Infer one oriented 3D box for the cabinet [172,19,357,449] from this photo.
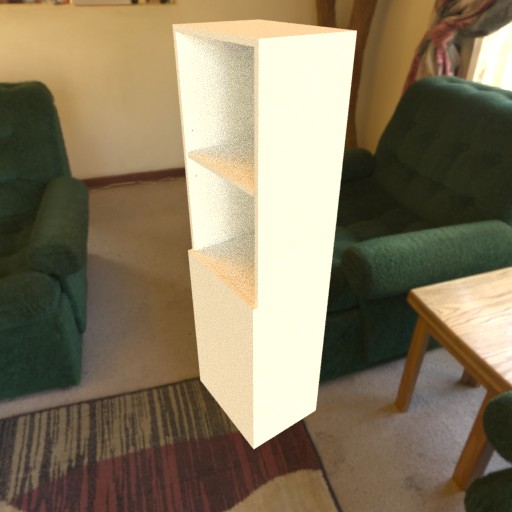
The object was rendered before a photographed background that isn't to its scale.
[{"bbox_3d":[0.000,0.000,1.468,0.300,1.350,0.400,-20,37,-29],"label":"cabinet"}]
